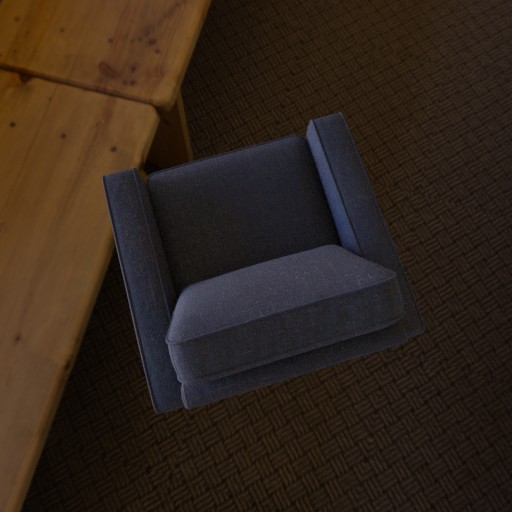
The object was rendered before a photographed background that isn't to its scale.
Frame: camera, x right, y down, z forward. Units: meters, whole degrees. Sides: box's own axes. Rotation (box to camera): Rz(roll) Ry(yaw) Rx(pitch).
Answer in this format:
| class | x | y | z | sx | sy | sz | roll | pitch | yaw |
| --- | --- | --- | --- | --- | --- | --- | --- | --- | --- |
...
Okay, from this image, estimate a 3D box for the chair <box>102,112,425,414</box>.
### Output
| class | x | y | z | sx | sy | sz | roll | pitch | yaw |
| --- | --- | --- | --- | --- | --- | --- | --- | --- | --- |
| chair | 0.000 | 0.000 | 1.745 | 1.017 | 0.919 | 0.940 | -16 | 76 | -4 |
